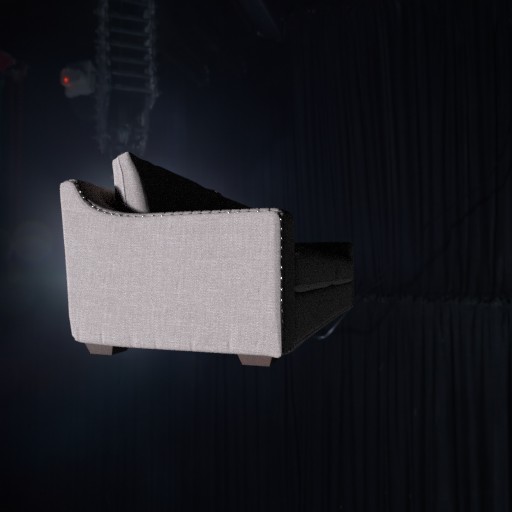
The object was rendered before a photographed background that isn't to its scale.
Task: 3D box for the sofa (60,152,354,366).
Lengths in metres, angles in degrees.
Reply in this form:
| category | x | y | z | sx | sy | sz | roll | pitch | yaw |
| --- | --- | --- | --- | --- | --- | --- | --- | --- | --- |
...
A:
| category | x | y | z | sx | sy | sz | roll | pitch | yaw |
| --- | --- | --- | --- | --- | --- | --- | --- | --- | --- |
| sofa | 0.000 | 0.000 | 2.720 | 1.000 | 0.857 | 2.208 | -1 | -2 | 18 |
